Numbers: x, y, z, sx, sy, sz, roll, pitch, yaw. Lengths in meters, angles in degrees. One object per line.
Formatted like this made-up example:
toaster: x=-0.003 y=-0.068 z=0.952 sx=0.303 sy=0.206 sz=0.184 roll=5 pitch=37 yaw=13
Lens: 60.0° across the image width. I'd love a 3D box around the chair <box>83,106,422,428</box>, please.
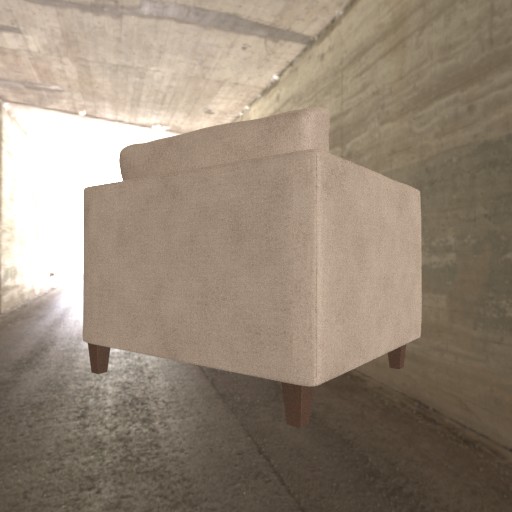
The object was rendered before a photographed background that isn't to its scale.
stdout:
chair: x=0.000 y=0.000 z=1.867 sx=1.133 sy=0.961 sz=0.959 roll=0 pitch=0 yaw=37
